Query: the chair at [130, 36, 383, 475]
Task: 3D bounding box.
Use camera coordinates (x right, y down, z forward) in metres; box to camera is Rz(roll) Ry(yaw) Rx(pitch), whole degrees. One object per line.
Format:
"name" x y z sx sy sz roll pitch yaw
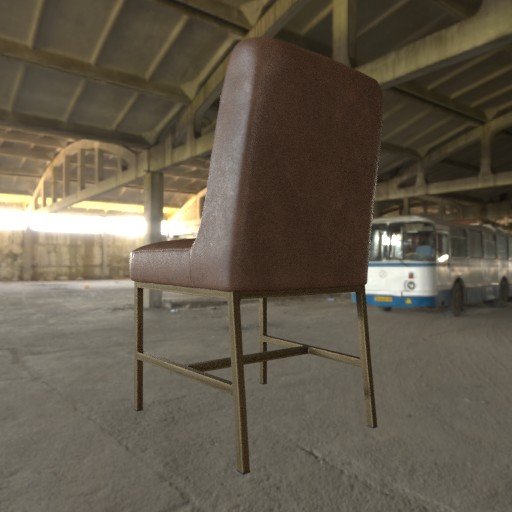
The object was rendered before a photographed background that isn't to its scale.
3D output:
"chair" 0.000 0.000 1.218 0.508 0.889 0.587 1 -1 -37
